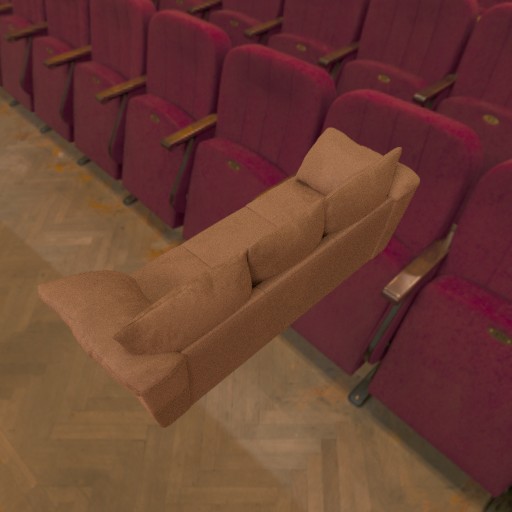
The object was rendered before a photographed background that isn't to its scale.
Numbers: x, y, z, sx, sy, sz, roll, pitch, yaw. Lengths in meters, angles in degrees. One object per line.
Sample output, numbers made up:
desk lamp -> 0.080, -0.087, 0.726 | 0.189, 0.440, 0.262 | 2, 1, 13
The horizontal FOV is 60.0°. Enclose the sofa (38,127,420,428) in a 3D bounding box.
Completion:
sofa -> 0.000, 0.000, 2.857 | 2.377, 0.981, 0.893 | -34, 55, -28
